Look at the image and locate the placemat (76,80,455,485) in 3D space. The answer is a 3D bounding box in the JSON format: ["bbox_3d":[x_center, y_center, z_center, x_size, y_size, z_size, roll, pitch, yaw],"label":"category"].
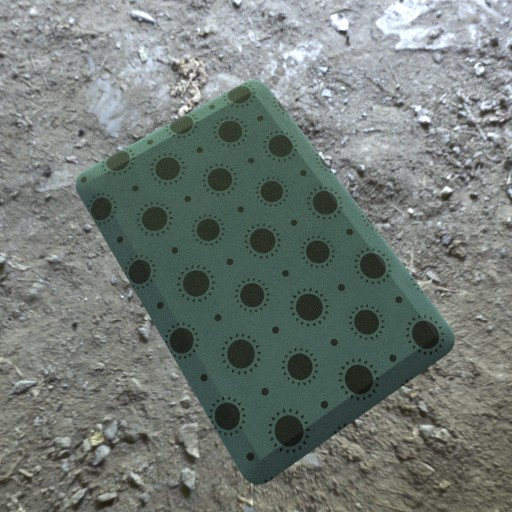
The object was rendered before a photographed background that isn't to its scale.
[{"bbox_3d":[0.000,0.000,0.943,0.508,0.021,0.762,-32,77,-8],"label":"placemat"}]
